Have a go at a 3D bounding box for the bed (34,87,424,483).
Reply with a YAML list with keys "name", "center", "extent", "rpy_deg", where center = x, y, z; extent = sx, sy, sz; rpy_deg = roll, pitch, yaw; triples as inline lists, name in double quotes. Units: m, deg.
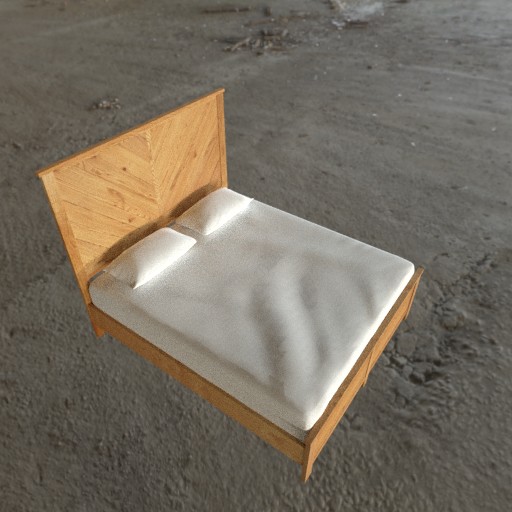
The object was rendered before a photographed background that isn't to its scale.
- name: "bed"
  center: [0.000, 0.000, 3.567]
  extent: [2.201, 1.686, 1.936]
  rpy_deg: [25, 46, 27]
